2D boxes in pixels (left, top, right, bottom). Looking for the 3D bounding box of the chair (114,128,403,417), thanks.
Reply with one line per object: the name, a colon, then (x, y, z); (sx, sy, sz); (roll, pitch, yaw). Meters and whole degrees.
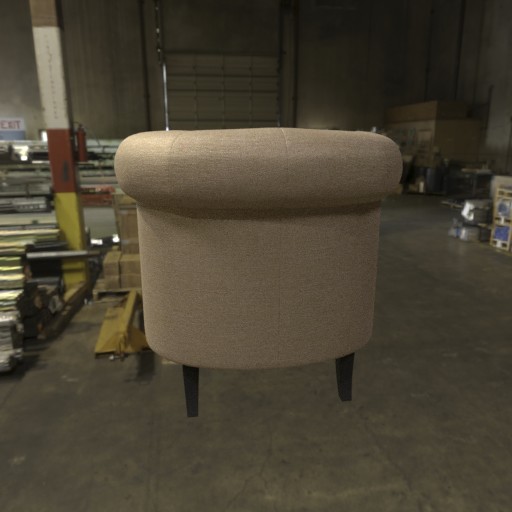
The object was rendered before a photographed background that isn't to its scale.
chair: (0.000, 0.000, 1.525); (0.905, 0.827, 0.852); (-3, 14, -10)
